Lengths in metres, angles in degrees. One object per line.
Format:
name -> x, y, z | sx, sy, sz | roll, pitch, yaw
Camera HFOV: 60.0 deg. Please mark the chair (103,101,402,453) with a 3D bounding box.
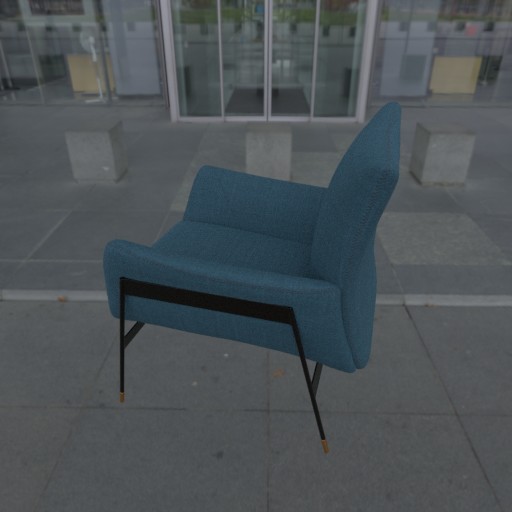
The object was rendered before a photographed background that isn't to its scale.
chair -> 0.000, 0.000, 1.398 | 0.769, 0.859, 0.678 | 8, 31, 14
